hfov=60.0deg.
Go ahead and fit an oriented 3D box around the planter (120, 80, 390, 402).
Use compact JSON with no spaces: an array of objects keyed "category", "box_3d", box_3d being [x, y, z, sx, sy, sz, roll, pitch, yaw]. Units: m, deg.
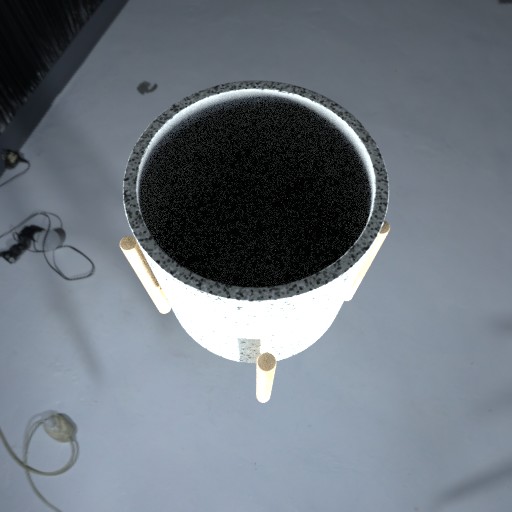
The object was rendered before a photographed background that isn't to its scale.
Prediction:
[{"category":"planter","box_3d":[0.000,0.000,0.697,0.360,0.419,0.360,17,65,8]}]
